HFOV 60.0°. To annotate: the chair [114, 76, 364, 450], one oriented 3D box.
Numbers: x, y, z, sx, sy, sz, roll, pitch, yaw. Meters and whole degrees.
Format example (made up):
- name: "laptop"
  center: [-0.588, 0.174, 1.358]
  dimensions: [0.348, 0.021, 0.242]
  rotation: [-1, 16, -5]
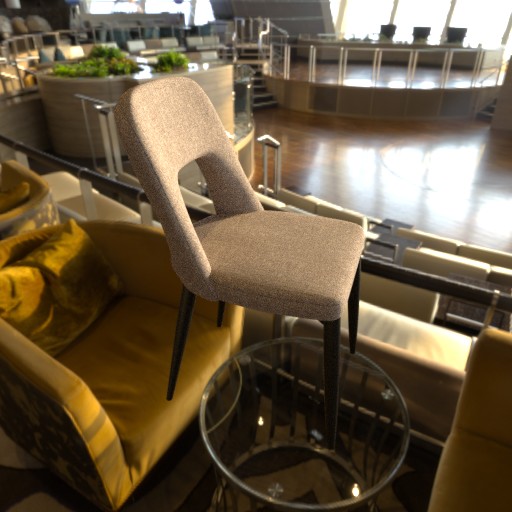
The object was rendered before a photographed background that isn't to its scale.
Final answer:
- name: "chair"
  center: [0.000, 0.000, 1.283]
  dimensions: [0.612, 0.931, 0.470]
  rotation: [10, 31, 17]
